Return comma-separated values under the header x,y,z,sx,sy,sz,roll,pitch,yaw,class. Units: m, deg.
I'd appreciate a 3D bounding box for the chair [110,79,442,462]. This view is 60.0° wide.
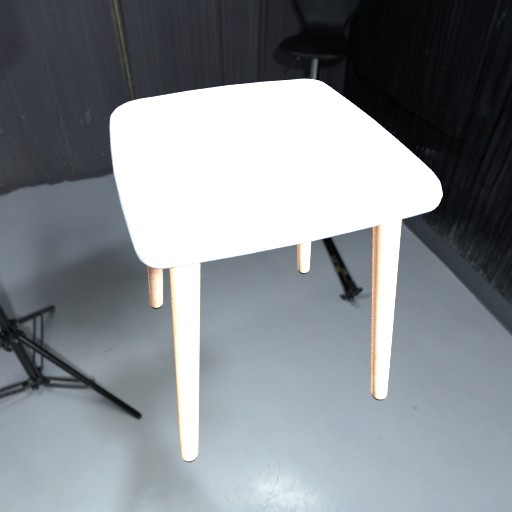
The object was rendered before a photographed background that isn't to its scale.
x,y,z,sx,sy,sz,roll,pitch,yaw,class
0.000,0.000,0.674,0.350,0.440,0.350,-12,43,-14,chair
